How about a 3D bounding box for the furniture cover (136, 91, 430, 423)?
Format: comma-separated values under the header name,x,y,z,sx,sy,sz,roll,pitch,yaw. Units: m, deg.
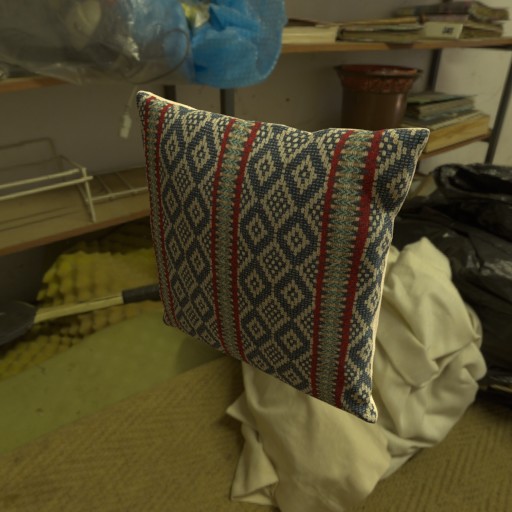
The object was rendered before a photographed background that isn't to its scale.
name,x,y,z,sx,sy,sz,roll,pitch,yaw
furniture cover,0.000,0.000,0.660,0.431,0.431,0.139,18,34,30
